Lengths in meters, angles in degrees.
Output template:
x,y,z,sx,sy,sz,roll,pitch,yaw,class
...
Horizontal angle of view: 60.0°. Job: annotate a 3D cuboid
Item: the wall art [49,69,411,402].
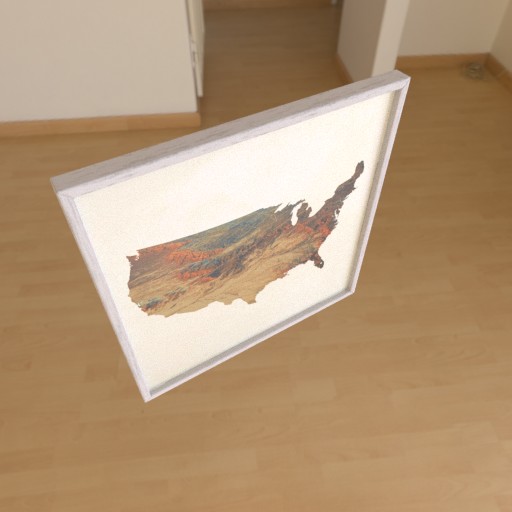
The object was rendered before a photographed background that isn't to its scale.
x,y,z,sx,sy,sz,roll,pitch,yaw,class
0.000,0.000,1.897,1.287,1.288,0.078,-24,52,-21,wall art
